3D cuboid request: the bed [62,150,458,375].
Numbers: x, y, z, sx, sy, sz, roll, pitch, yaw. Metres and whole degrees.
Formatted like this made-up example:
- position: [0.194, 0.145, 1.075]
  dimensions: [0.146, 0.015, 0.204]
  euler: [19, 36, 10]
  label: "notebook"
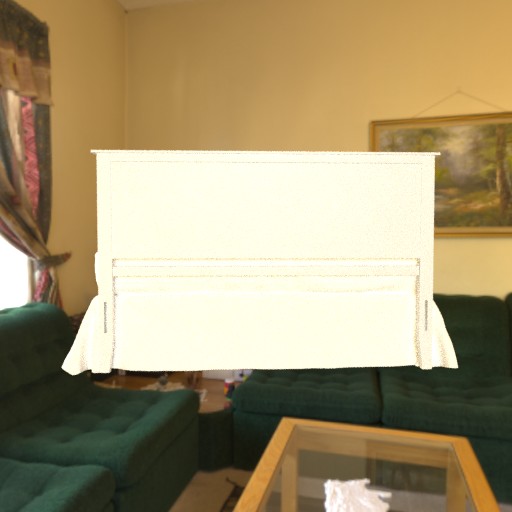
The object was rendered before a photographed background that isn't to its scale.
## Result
- position: [0.000, 0.000, 3.618]
  dimensions: [2.317, 1.273, 2.215]
  euler: [0, 2, -2]
  label: "bed"
